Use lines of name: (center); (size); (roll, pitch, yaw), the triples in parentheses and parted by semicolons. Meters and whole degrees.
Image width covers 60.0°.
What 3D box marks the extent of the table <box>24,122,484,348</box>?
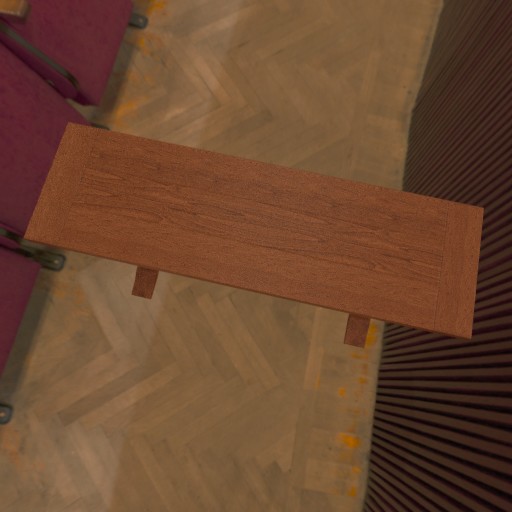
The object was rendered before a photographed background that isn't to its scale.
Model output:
table: (0.000, 0.000, 1.893); (1.478, 0.852, 0.461); (12, 75, 3)
